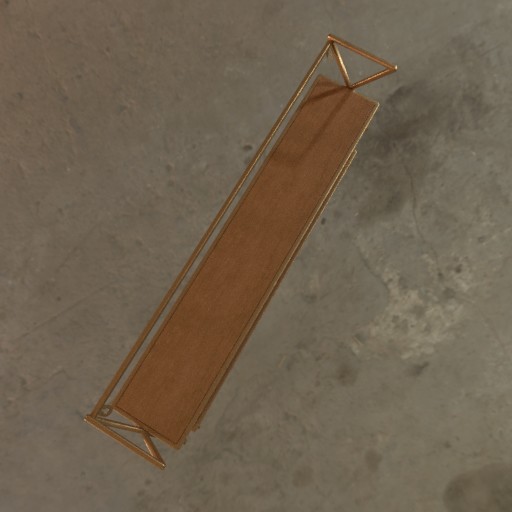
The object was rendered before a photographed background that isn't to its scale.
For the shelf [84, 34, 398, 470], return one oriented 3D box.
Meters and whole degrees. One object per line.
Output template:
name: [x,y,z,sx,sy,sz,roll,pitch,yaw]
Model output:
shelf: [0.000,0.000,0.988,0.150,0.450,0.822,30,78,7]
